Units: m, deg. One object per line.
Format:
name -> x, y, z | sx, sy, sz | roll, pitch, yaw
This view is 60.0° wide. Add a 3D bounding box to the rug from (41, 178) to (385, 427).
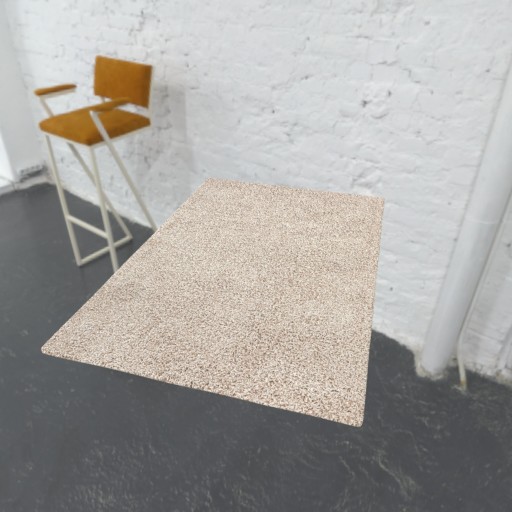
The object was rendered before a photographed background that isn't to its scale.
rug -> 0.000, 0.000, 2.283 | 1.219, 0.030, 1.778 | 9, 33, 14
